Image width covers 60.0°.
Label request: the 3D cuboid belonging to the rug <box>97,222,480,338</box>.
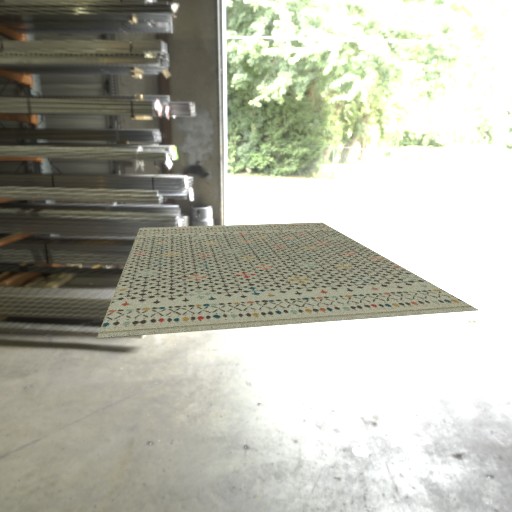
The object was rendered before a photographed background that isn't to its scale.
[{"bbox_3d":[0.000,0.000,4.164,2.354,0.007,3.196,-3,15,-10],"label":"rug"}]
